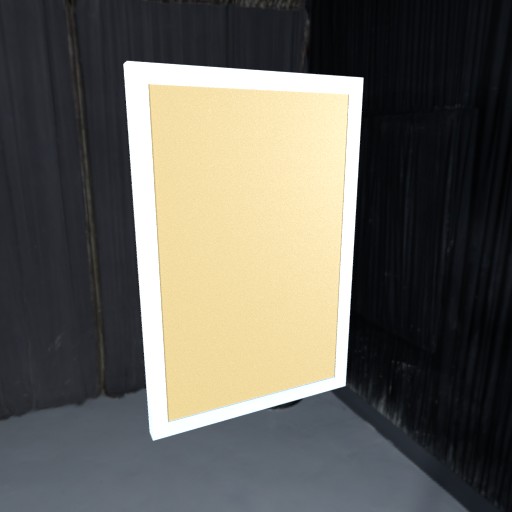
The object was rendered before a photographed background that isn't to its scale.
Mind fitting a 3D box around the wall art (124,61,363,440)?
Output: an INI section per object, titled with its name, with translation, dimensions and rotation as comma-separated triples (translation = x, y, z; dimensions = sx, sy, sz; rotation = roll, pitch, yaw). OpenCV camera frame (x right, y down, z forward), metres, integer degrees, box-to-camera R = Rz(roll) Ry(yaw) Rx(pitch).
[wall art]
translation = 0.000, 0.000, 1.180
dimensions = 0.612, 0.915, 0.039
rotation = -7, 16, -25
